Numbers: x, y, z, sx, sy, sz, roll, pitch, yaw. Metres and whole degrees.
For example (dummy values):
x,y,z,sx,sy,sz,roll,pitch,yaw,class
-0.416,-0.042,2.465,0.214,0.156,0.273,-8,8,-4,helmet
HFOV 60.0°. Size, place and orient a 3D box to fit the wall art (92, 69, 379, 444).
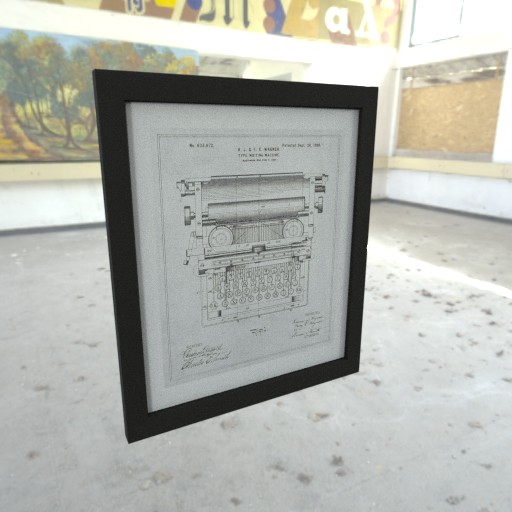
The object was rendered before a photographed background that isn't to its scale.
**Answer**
x,y,z,sx,sy,sz,roll,pitch,yaw,class
0.000,0.000,0.684,0.432,0.508,0.021,-8,17,-27,wall art
